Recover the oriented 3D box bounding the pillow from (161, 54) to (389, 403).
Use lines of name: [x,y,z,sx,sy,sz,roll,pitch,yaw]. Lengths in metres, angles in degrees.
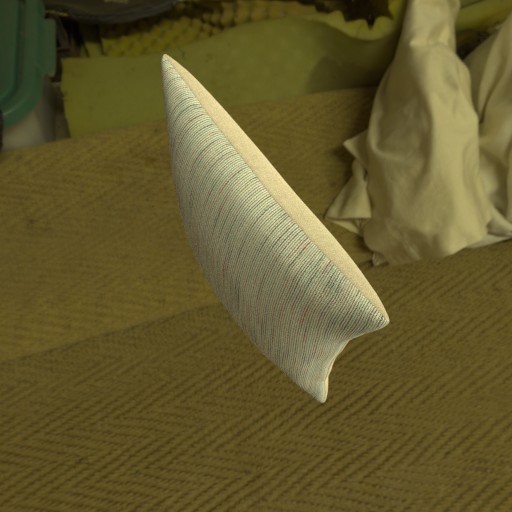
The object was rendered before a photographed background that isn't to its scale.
pillow: [0.000,0.000,0.791,0.178,0.506,0.512,-31,67,-14]
